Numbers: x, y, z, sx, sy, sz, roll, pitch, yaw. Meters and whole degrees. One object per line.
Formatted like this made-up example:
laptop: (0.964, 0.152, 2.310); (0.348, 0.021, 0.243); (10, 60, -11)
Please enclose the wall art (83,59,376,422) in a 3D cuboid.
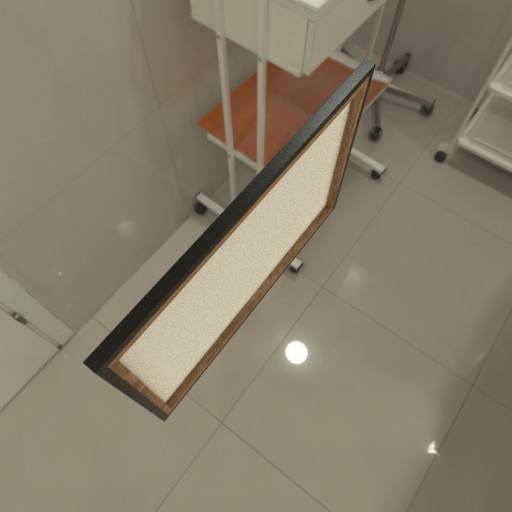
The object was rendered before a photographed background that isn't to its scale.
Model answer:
wall art: (0.000, 0.000, 0.841); (0.022, 0.446, 0.659); (34, 68, 16)
